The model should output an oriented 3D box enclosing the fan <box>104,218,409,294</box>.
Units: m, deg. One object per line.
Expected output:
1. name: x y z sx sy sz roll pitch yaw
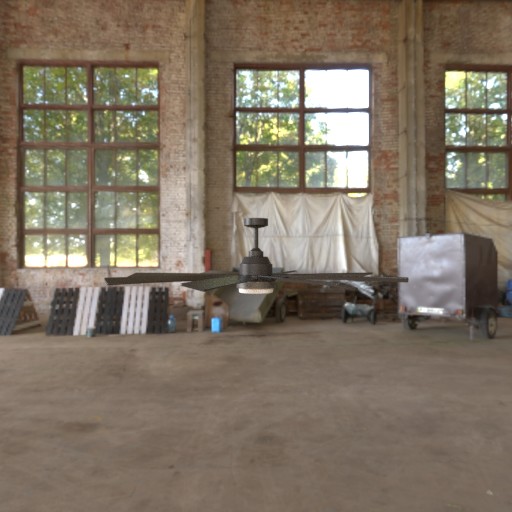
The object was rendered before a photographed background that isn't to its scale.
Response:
1. fan: 0.000 0.000 2.814 1.830 0.472 1.830 0 0 18
